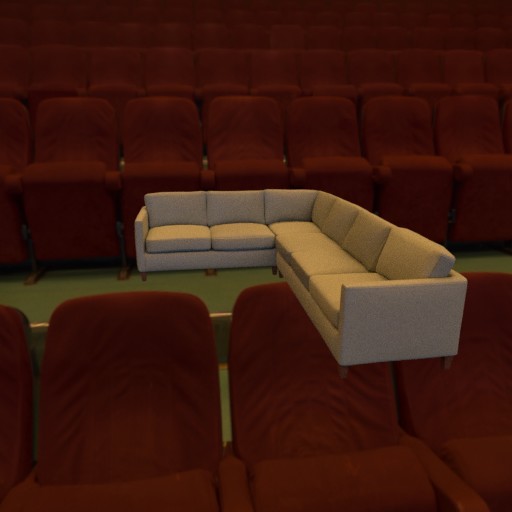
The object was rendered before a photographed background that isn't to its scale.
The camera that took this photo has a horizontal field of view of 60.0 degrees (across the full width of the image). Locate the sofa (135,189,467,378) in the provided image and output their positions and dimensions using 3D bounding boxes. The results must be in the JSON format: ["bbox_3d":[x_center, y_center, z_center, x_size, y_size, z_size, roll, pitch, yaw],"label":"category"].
[{"bbox_3d":[0.000,0.000,4.513,2.592,0.947,3.301,-2,17,-8],"label":"sofa"}]
